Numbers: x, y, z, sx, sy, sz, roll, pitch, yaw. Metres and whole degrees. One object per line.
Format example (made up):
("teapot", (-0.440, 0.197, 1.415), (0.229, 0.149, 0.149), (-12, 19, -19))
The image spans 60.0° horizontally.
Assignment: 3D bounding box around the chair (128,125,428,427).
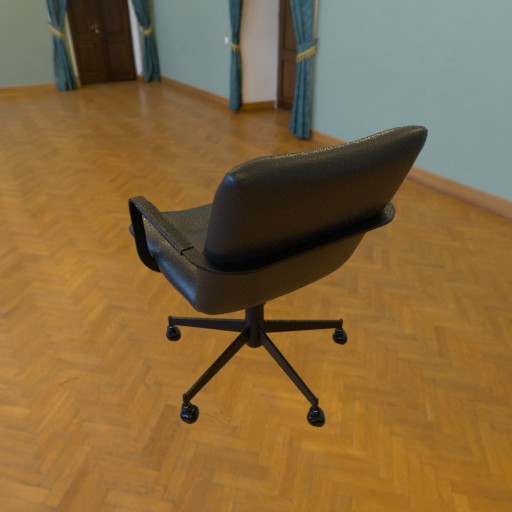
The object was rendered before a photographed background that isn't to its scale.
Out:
("chair", (0.000, 0.000, 1.432), (0.719, 0.922, 0.748), (-19, 36, -29))
